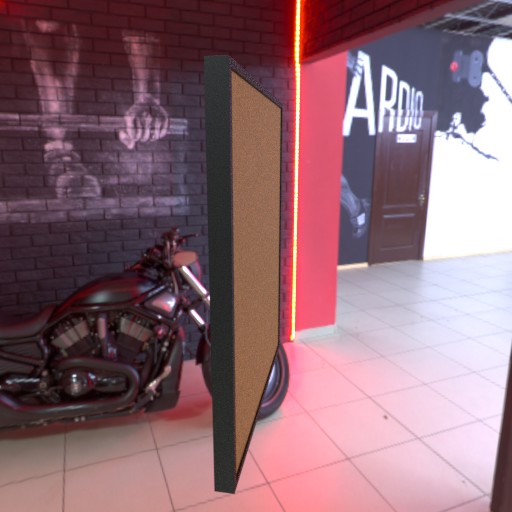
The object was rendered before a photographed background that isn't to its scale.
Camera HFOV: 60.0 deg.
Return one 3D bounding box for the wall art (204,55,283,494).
[{"bbox_3d":[0.000,0.000,0.531,0.019,0.381,0.330,2,13,10],"label":"wall art"}]
